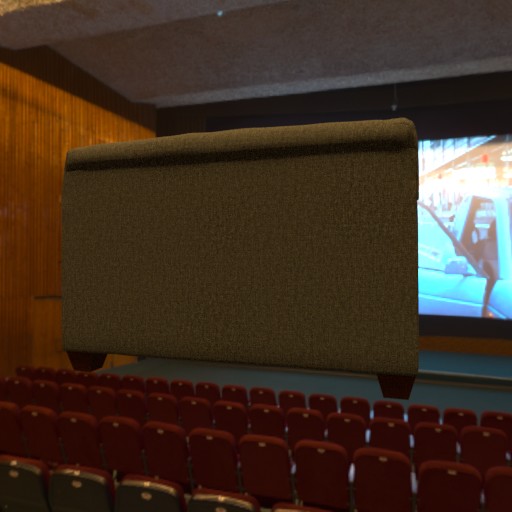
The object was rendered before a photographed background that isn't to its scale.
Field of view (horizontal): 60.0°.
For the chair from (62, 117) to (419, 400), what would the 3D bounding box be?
[{"bbox_3d":[0.000,0.000,2.062,1.383,0.948,1.000,0,-1,17],"label":"chair"}]
